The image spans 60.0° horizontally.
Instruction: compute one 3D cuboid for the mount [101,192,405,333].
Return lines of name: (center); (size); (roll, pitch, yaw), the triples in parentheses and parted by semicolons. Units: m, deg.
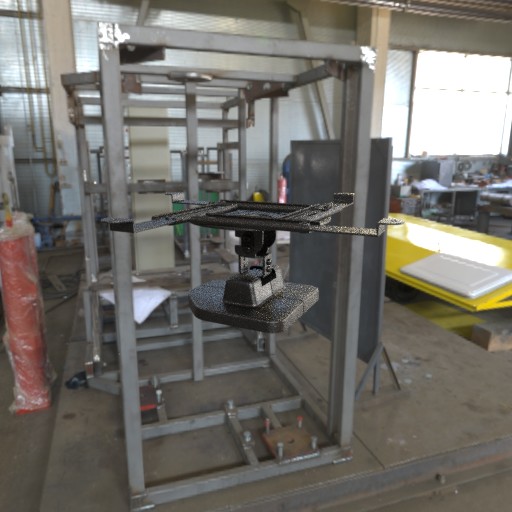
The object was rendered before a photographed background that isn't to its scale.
mount: (0.000, 0.000, 0.598); (0.394, 0.141, 0.394); (7, 15, 25)
